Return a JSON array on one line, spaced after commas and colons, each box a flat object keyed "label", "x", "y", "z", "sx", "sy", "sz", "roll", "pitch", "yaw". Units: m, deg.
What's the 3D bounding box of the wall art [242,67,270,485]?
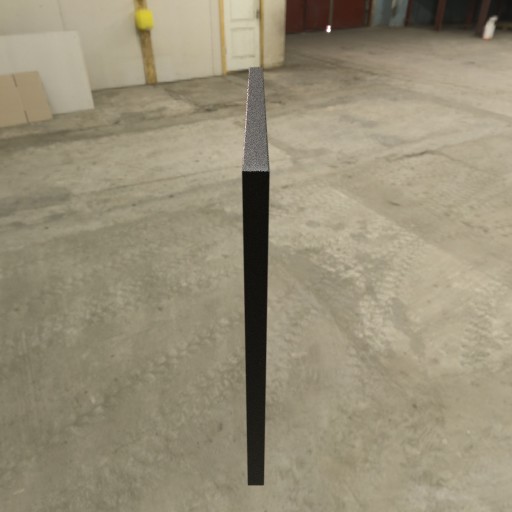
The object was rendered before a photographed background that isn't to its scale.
[{"label": "wall art", "x": 0.000, "y": 0.000, "z": 1.121, "sx": 0.038, "sy": 0.761, "sz": 0.755, "roll": 0, "pitch": 33, "yaw": 0}]
